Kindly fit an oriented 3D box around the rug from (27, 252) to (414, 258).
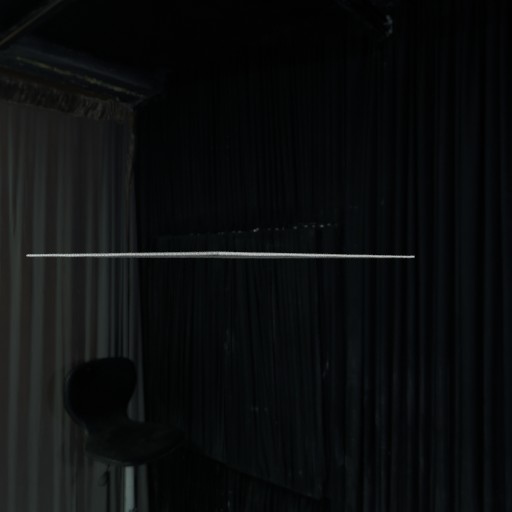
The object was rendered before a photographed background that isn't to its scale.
[{"bbox_3d":[0.000,0.000,1.089,0.511,0.008,0.869,0,-1,36],"label":"rug"}]
